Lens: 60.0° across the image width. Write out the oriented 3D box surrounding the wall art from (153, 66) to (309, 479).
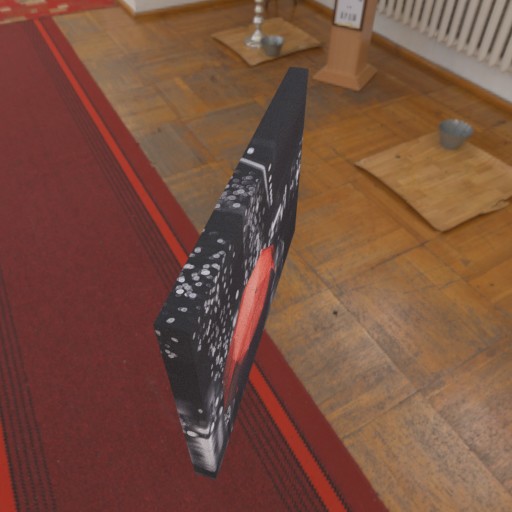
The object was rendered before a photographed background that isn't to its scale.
[{"bbox_3d":[0.000,0.000,0.765,0.037,0.406,0.609,11,47,11],"label":"wall art"}]
